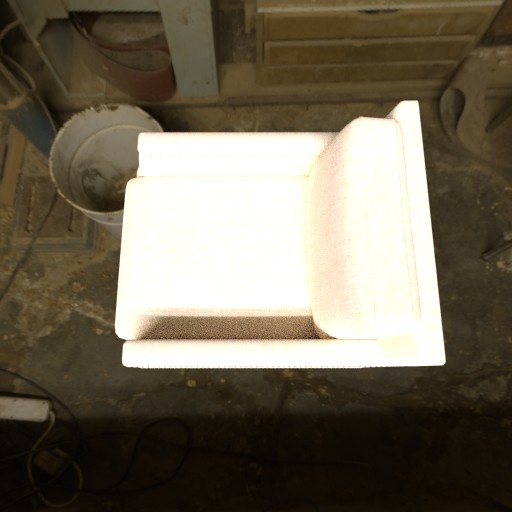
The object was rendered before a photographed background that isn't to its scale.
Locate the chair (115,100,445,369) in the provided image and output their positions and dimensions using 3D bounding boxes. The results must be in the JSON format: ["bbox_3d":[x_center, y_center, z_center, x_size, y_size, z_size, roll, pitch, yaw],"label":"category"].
[{"bbox_3d":[0.000,0.000,1.709,1.041,0.940,0.838,0,75,0],"label":"chair"}]
